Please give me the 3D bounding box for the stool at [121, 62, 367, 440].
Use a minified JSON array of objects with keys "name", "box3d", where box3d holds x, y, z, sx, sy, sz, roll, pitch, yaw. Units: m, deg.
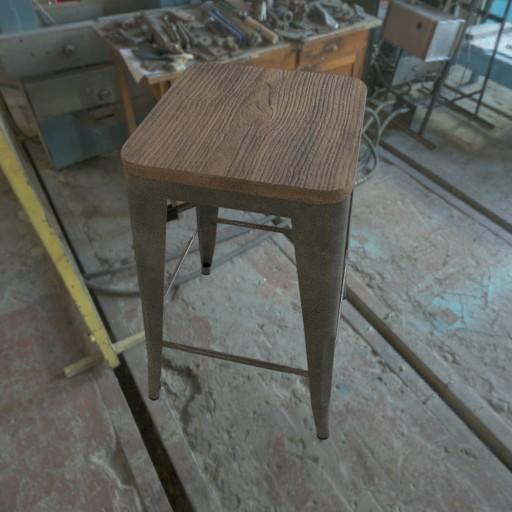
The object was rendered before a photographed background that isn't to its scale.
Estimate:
[{"name":"stool","box3d":[0.000,0.000,0.877,0.407,0.607,0.407,10,47,9]}]
